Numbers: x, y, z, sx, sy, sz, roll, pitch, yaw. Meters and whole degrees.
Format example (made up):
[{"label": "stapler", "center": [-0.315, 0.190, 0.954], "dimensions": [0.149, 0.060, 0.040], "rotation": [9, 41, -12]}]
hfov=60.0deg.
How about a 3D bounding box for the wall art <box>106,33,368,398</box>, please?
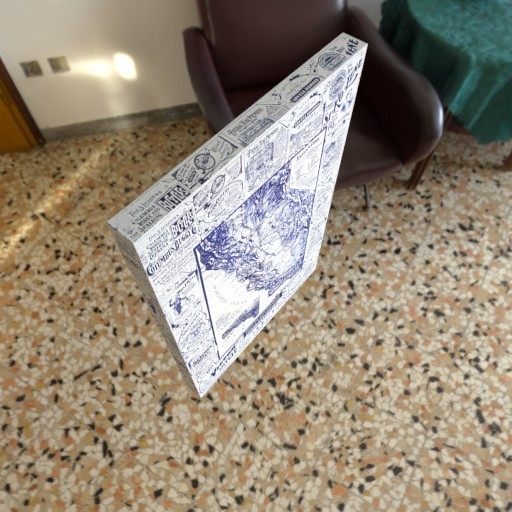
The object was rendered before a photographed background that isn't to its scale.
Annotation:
[{"label": "wall art", "center": [0.000, 0.000, 0.763], "dimensions": [0.040, 0.601, 0.408], "rotation": [36, 65, 19]}]
